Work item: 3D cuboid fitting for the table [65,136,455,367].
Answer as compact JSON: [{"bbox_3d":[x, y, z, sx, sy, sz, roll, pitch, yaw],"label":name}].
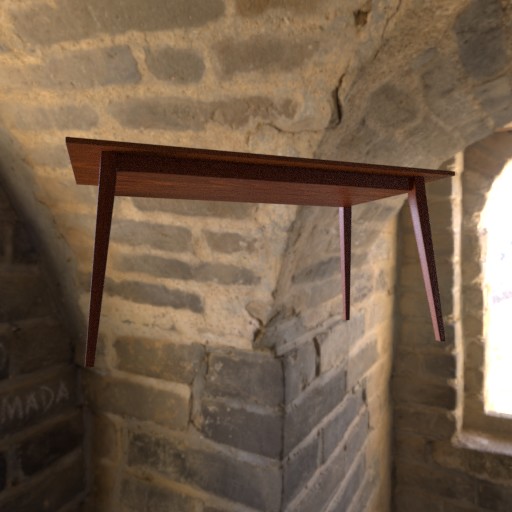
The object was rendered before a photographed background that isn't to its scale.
[{"bbox_3d":[0.000,0.000,2.088,1.609,0.755,0.811,0,-1,-20],"label":"table"}]
